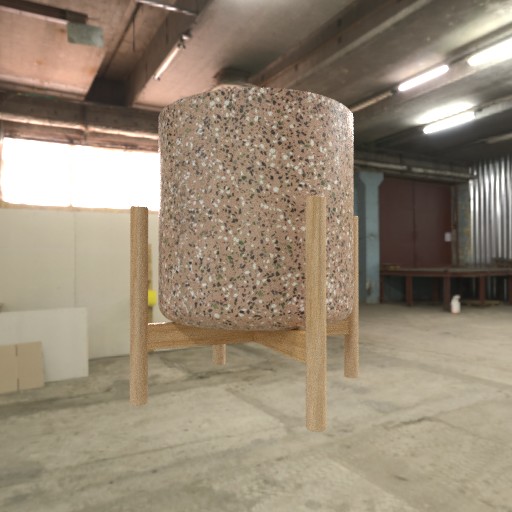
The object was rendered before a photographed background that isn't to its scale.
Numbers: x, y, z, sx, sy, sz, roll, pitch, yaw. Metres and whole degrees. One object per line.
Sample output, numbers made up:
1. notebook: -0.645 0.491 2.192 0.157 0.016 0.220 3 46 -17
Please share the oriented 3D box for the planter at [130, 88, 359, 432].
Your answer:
1. planter: 0.000 0.000 0.704 0.360 0.419 0.360 0 -1 -1
